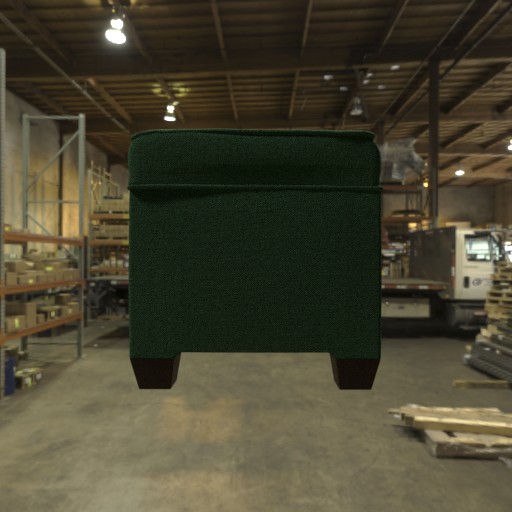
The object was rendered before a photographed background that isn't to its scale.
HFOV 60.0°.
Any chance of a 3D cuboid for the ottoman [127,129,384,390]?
[{"bbox_3d":[0.000,0.000,1.222,0.483,0.471,0.957,0,0,1],"label":"ottoman"}]
